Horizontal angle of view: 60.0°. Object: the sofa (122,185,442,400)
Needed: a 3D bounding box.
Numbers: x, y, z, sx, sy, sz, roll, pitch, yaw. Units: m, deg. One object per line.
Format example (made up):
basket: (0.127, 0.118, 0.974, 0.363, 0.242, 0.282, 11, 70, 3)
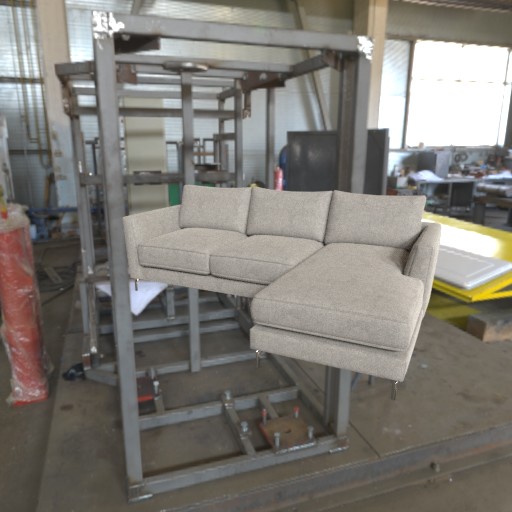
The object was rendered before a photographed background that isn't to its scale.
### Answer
sofa: (0.000, 0.000, 3.260, 2.438, 0.864, 1.626, 7, 16, 25)
